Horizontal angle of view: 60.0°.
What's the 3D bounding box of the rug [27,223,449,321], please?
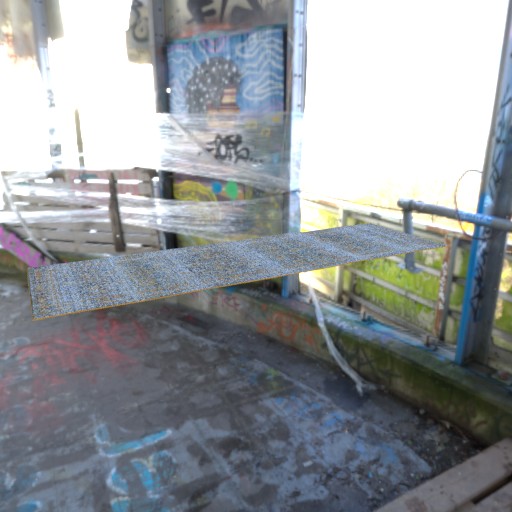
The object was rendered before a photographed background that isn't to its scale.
[{"bbox_3d":[0.000,0.000,2.491,2.294,0.014,0.704,-9,19,-26],"label":"rug"}]
